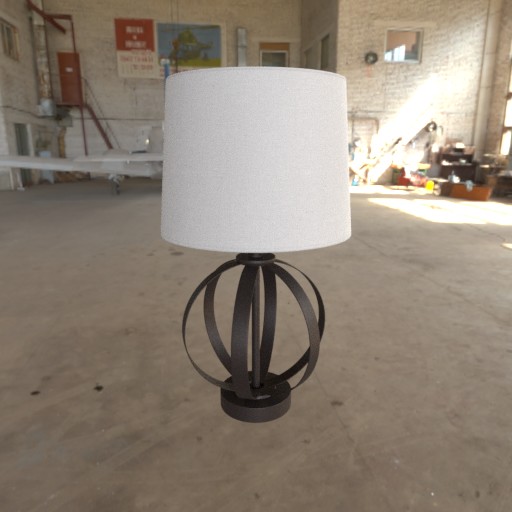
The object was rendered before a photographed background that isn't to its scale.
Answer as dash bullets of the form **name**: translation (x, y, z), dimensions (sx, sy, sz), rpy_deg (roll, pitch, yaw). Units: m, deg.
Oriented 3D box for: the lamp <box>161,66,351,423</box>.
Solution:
- **lamp**: translation (0.000, 0.000, 0.691), dimensions (0.286, 0.510, 0.286), rpy_deg (0, 14, 0)
